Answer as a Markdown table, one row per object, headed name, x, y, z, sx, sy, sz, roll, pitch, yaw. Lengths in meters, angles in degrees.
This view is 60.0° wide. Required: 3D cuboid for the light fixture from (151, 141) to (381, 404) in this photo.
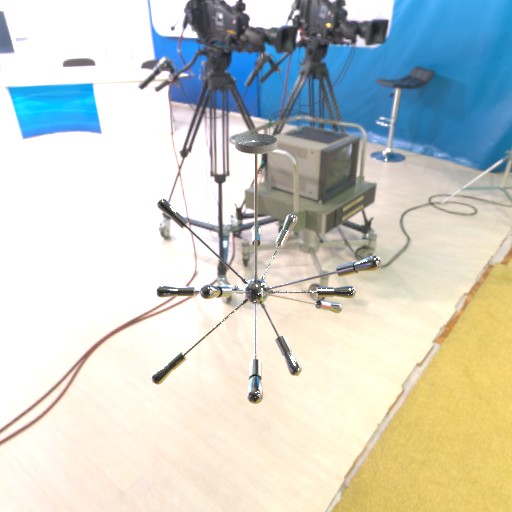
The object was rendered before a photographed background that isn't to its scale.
| name | x | y | z | sx | sy | sz | roll | pitch | yaw |
| --- | --- | --- | --- | --- | --- | --- | --- | --- | --- |
| light fixture | 0.000 | 0.000 | 1.052 | 0.509 | 0.558 | 0.684 | 0 | 32 | 0 |
